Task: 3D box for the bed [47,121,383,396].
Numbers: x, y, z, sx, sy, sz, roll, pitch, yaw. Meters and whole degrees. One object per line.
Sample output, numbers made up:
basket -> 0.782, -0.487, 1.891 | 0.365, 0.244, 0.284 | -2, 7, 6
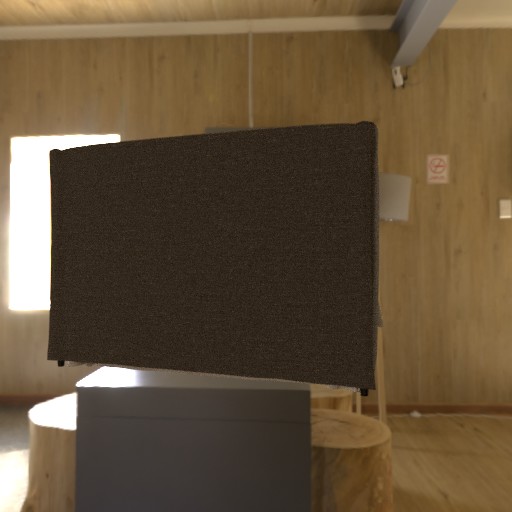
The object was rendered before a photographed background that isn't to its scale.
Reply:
bed -> 0.000, 0.000, 3.440 | 1.925, 1.332, 2.276 | 0, 1, 18
